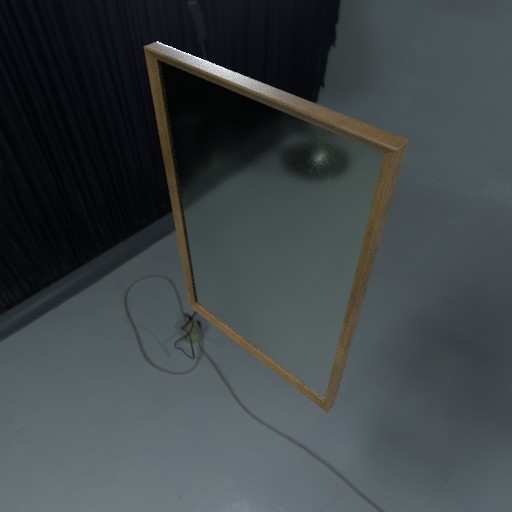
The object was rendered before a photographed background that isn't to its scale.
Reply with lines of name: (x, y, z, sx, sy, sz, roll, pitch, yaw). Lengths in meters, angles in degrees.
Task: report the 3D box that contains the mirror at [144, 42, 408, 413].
mirror: (0.000, 0.000, 1.155, 0.609, 0.915, 0.041, 32, 54, 27)
